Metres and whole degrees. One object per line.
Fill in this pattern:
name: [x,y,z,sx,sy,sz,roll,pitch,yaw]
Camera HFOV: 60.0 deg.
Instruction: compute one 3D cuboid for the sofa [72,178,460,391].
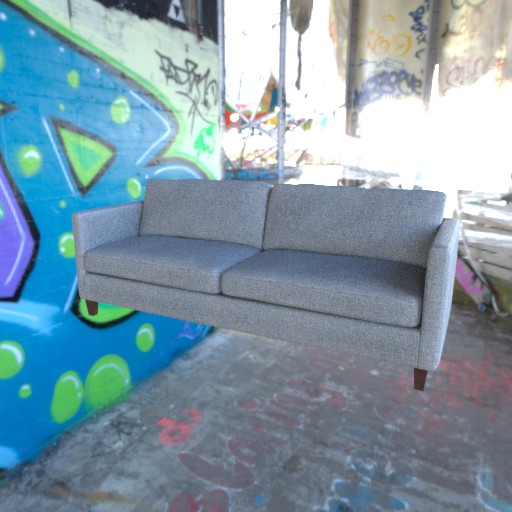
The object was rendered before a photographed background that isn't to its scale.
sofa: [0.000,0.000,2.980,2.434,0.951,0.948,7,16,25]
